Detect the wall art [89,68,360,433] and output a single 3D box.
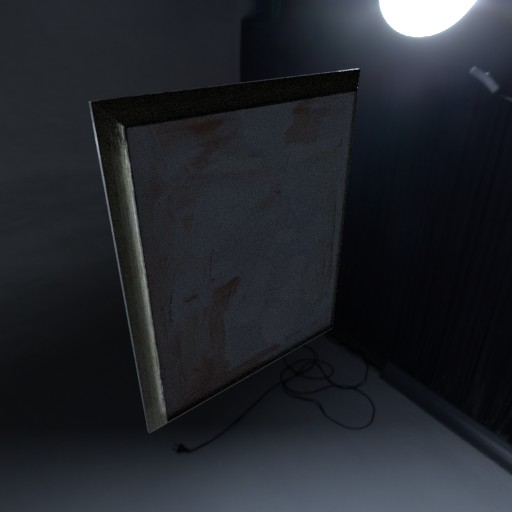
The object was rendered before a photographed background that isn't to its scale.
[{"bbox_3d":[0.000,0.000,0.621,0.381,0.457,0.023,-21,36,-33],"label":"wall art"}]
